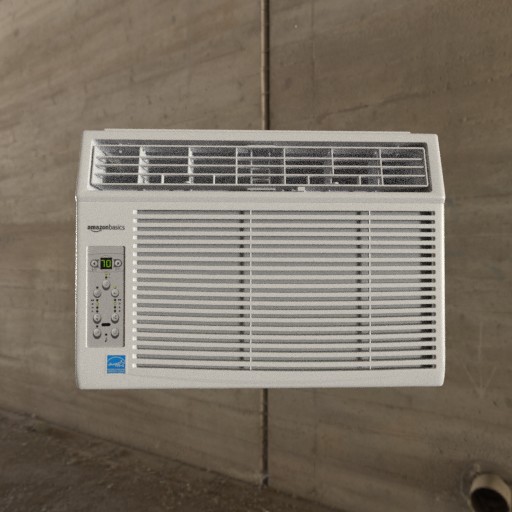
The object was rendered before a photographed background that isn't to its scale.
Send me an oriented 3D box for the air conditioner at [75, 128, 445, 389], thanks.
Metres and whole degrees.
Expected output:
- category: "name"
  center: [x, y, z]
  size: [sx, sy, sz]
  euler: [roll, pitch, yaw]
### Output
- category: "air conditioner"
  center: [0.000, 0.000, 0.843]
  size: [0.503, 0.388, 0.546]
  euler: [0, -1, -2]
